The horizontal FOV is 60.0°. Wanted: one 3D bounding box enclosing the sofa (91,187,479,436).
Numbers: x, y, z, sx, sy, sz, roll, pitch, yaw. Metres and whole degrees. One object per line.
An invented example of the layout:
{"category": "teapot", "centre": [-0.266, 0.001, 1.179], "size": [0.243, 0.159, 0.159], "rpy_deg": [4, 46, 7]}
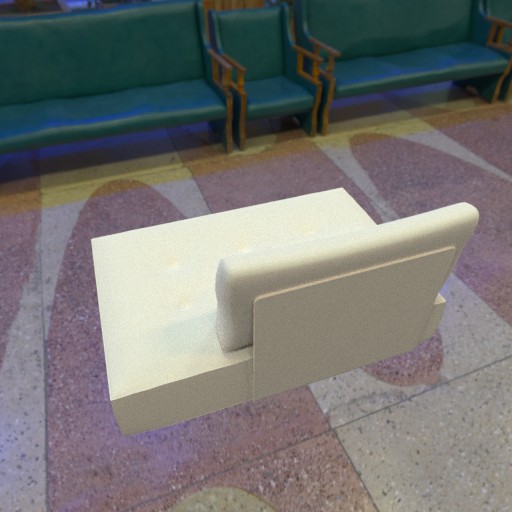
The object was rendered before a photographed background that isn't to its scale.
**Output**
{"category": "sofa", "centre": [0.000, 0.000, 2.043], "size": [1.450, 0.820, 1.000], "rpy_deg": [-13, 43, -14]}
